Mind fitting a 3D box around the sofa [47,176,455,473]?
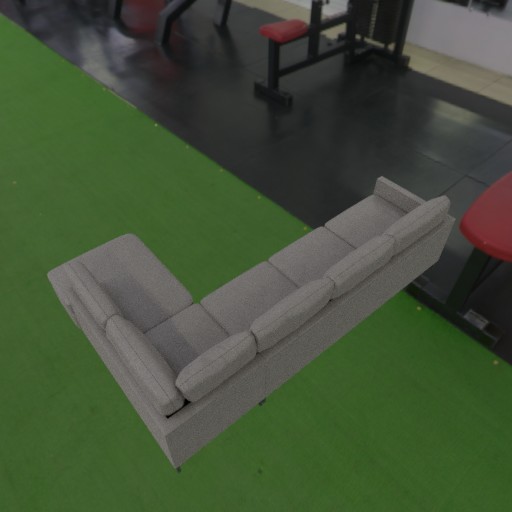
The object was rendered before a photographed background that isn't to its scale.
[{"bbox_3d":[0.000,0.000,4.289,3.331,0.964,2.077,-31,54,-26],"label":"sofa"}]
